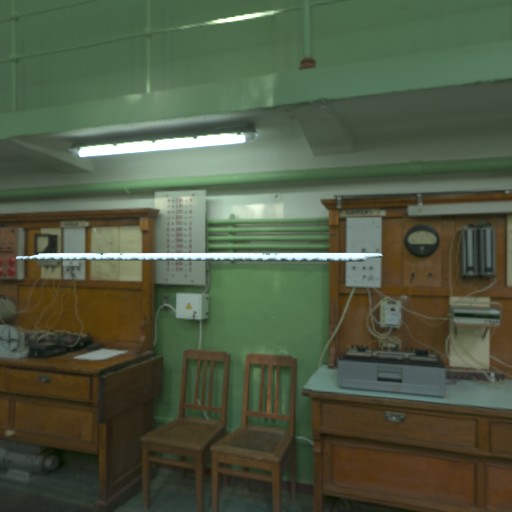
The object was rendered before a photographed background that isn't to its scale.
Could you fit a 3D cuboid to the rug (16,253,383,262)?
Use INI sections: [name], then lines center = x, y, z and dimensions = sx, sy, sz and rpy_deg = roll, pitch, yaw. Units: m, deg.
[rug]
center = 0.000, 0.000, 2.825
dimensions = 1.494, 0.031, 2.307
rpy_deg = 0, 0, 18
